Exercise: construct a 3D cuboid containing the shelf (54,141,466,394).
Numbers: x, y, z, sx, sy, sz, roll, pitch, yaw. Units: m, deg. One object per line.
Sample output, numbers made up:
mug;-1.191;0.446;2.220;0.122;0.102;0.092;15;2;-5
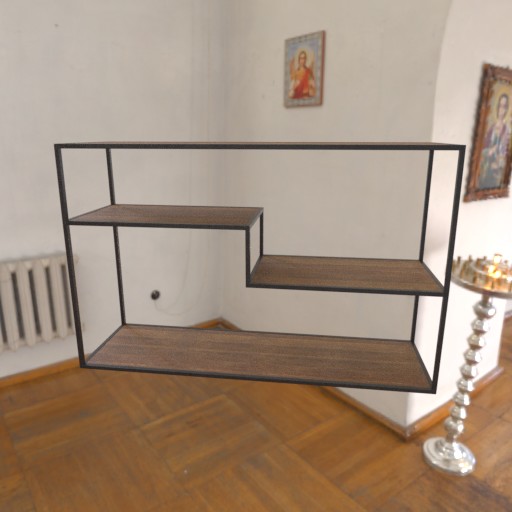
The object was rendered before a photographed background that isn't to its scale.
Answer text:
shelf;0.000;0.000;1.548;1.201;0.765;0.361;2;16;8
